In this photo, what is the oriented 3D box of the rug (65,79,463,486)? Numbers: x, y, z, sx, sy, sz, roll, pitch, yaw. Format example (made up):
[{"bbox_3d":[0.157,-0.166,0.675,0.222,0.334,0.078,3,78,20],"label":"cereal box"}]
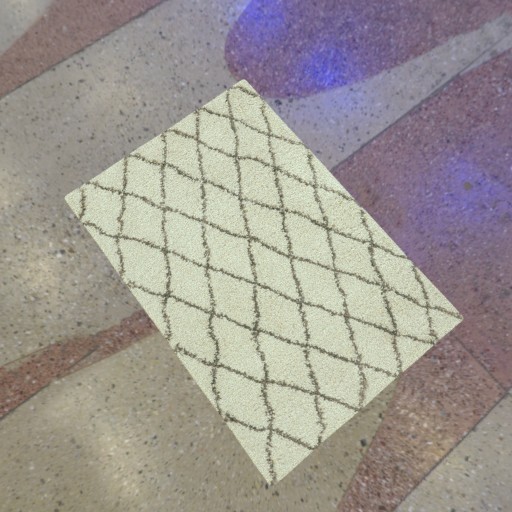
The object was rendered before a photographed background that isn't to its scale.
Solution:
[{"bbox_3d":[0.000,0.000,2.278,1.219,0.030,1.778,-37,77,-10],"label":"rug"}]
